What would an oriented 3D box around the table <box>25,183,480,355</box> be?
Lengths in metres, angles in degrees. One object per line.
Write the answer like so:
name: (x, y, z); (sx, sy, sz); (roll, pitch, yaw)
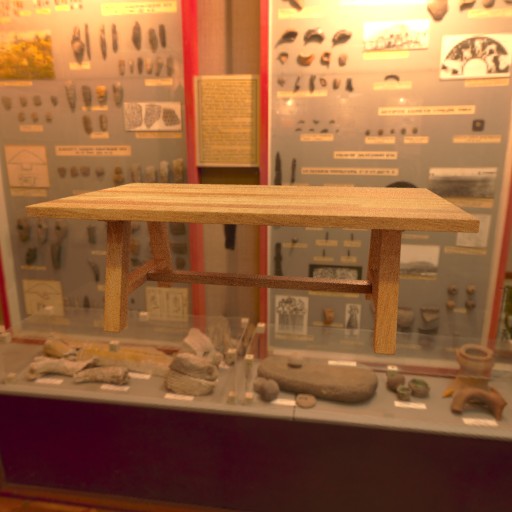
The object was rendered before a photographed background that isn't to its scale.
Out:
table: (0.000, 0.000, 1.682); (1.320, 0.455, 0.760); (3, 15, 10)
